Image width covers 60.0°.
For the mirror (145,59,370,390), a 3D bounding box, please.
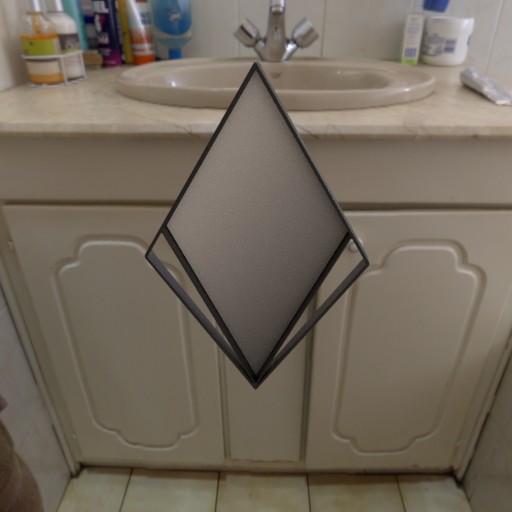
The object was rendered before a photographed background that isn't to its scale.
[{"bbox_3d":[0.000,0.000,0.836,0.419,0.679,0.032,2,30,3],"label":"mirror"}]
